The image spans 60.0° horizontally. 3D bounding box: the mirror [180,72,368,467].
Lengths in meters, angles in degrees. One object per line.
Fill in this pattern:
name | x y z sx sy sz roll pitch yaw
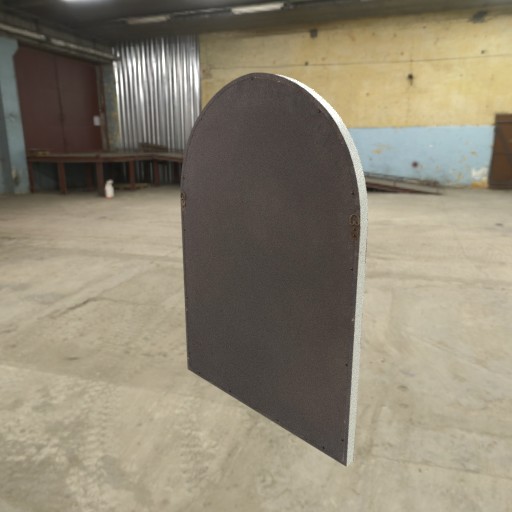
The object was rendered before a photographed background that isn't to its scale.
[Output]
mirror | 0.000 0.000 1.195 0.032 0.920 0.660 -13 19 -42
